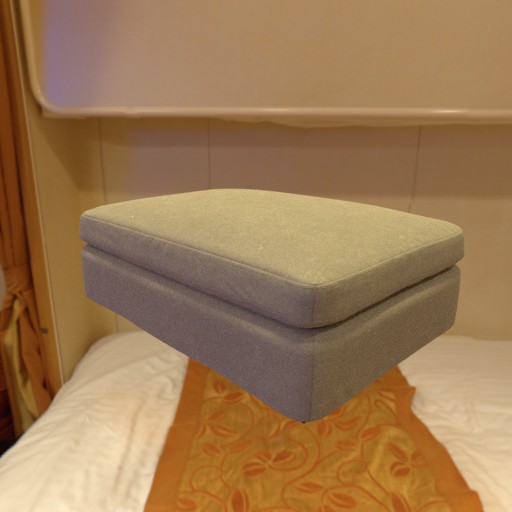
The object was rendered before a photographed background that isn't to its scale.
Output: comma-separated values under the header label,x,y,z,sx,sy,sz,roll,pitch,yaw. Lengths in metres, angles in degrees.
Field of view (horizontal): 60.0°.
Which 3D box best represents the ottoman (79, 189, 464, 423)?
label,x,y,z,sx,sy,sz,roll,pitch,yaw
ottoman,0.000,0.000,1.617,0.840,0.429,1.199,-15,22,-42
